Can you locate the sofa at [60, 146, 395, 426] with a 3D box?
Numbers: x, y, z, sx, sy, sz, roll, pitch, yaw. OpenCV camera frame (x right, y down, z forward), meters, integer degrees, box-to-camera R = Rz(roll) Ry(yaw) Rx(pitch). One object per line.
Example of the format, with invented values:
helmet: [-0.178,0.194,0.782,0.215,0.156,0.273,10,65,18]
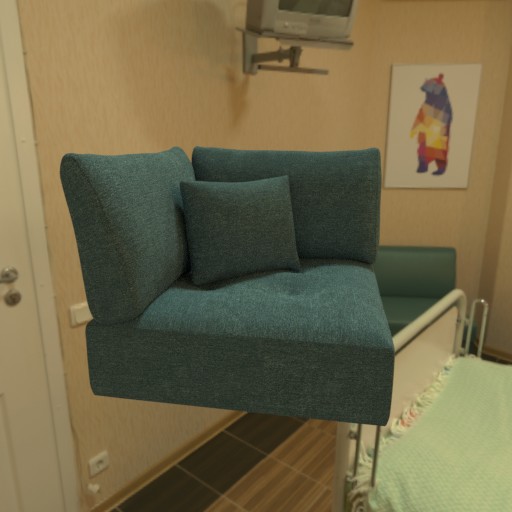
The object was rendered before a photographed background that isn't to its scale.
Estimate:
sofa: [0.000,0.000,1.741,1.000,0.820,1.000,3,15,10]
